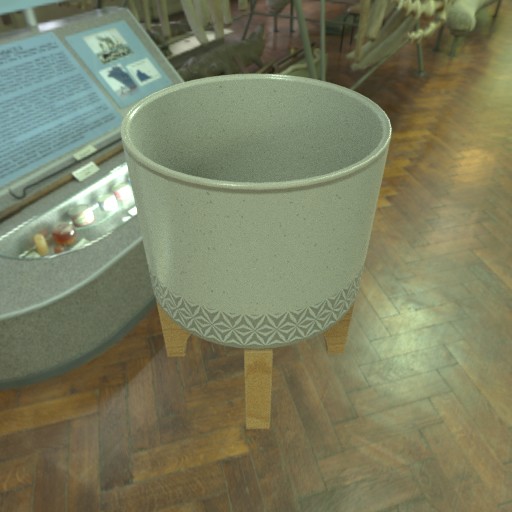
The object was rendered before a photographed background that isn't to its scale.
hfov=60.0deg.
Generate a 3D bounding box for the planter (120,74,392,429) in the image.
[{"bbox_3d":[0.000,0.000,0.274,0.130,0.178,0.130,0,40,0],"label":"planter"}]
